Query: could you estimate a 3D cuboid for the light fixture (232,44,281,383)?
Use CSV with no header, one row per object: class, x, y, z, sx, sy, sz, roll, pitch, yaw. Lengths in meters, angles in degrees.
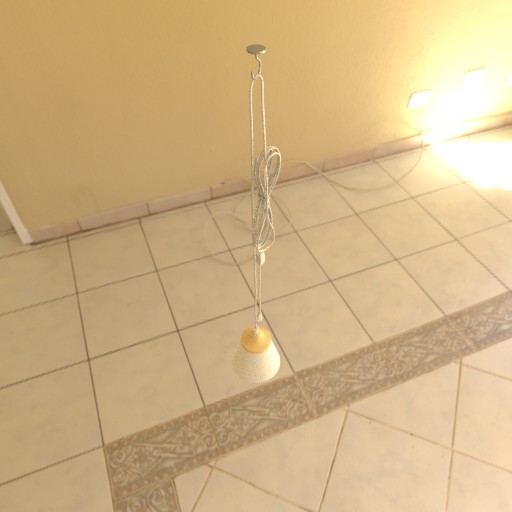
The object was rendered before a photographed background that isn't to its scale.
light fixture,0.000,0.000,1.062,0.153,0.966,0.153,-24,51,-22
